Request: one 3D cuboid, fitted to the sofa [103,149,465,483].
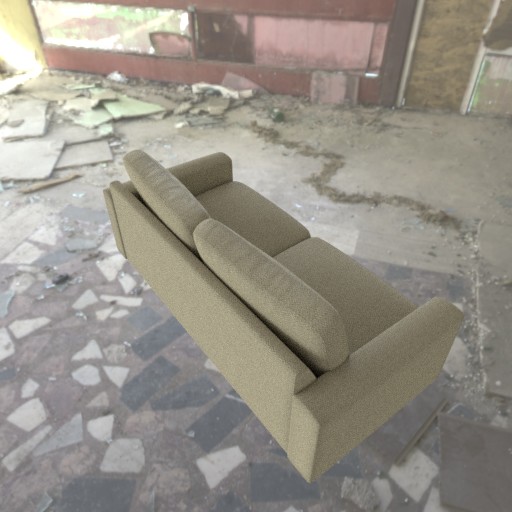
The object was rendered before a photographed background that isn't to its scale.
[{"bbox_3d":[0.000,0.000,2.685,1.016,0.873,2.179,-26,46,-28],"label":"sofa"}]
